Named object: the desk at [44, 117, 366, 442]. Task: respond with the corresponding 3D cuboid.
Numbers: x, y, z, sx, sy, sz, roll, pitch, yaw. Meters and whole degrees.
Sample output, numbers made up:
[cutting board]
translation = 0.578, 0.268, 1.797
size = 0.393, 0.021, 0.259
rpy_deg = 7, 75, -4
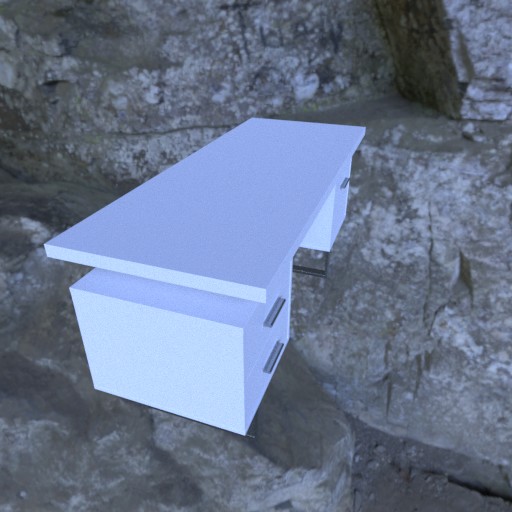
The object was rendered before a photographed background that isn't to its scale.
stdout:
[desk]
translation = 0.000, 0.000, 1.861
size = 0.603, 0.773, 1.530
rpy_deg = 10, 31, 17
